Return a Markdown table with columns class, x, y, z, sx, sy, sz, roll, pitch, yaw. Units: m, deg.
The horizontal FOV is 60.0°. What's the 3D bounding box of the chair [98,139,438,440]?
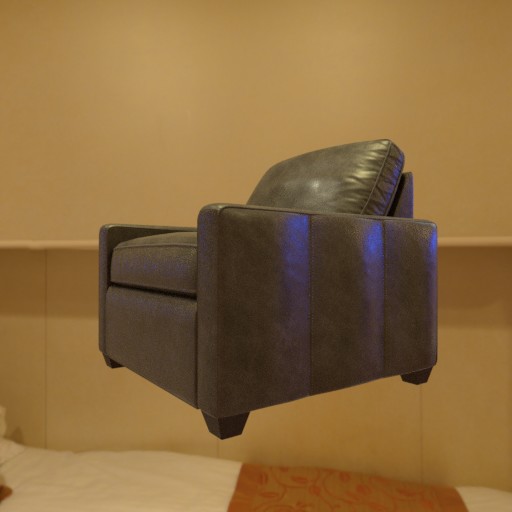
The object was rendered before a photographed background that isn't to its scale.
| class | x | y | z | sx | sy | sz | roll | pitch | yaw |
| --- | --- | --- | --- | --- | --- | --- | --- | --- | --- |
| chair | 0.000 | 0.000 | 1.730 | 0.939 | 0.916 | 1.006 | 0 | 0 | -36 |
